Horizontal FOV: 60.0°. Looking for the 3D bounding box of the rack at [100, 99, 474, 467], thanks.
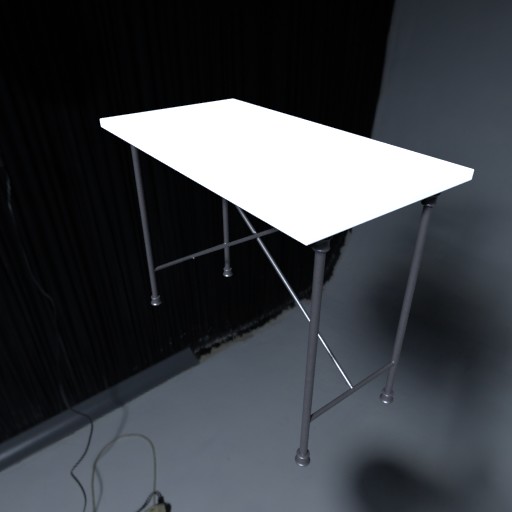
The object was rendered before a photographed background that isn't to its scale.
[{"bbox_3d":[0.000,0.000,1.667,0.613,0.880,1.159,-21,37,-31],"label":"rack"}]
